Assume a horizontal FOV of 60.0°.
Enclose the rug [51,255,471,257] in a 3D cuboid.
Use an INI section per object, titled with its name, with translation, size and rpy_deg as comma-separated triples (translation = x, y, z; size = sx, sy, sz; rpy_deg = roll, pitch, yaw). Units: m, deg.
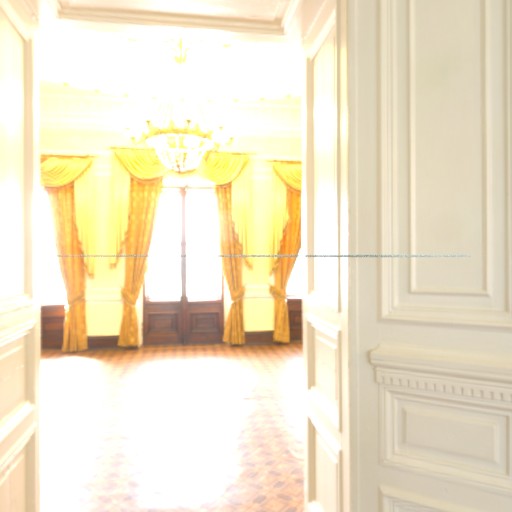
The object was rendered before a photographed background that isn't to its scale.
[rug]
translation = 0.000, 0.000, 2.205
size = 1.752, 0.006, 1.142
rpy_deg = 0, 0, 36
